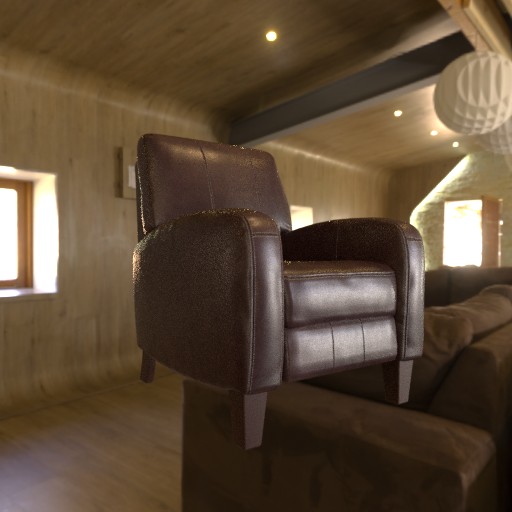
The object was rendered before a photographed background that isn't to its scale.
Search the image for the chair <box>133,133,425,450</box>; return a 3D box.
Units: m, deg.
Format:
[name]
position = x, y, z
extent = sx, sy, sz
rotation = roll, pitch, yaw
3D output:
[chair]
position = 0.000, 0.000, 1.666
extent = 0.762, 0.990, 0.990
rotation = 0, 1, -34
